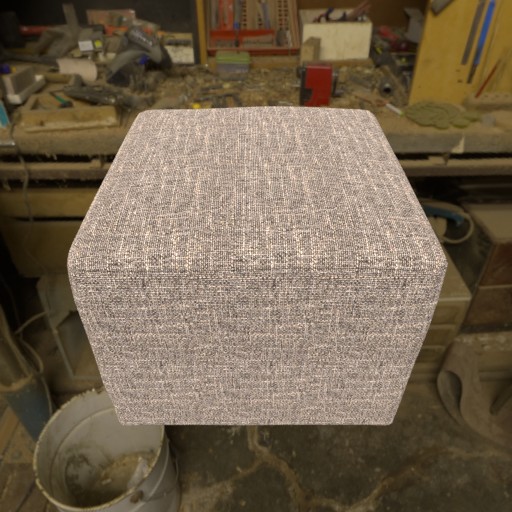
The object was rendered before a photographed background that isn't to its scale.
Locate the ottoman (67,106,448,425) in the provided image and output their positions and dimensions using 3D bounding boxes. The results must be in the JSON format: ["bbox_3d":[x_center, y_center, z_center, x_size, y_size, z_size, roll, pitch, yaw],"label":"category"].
[{"bbox_3d":[0.000,0.000,0.881,0.512,0.453,0.521,0,40,0],"label":"ottoman"}]
